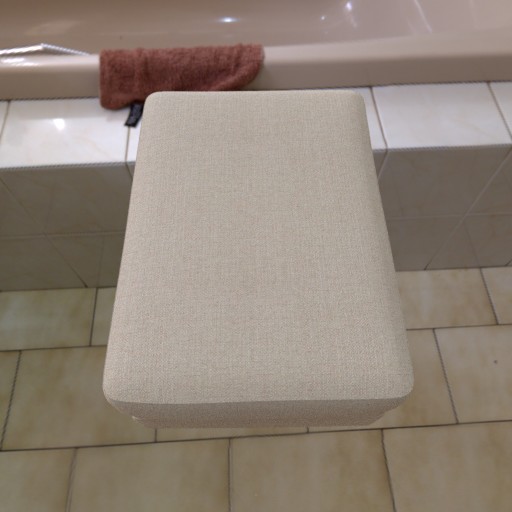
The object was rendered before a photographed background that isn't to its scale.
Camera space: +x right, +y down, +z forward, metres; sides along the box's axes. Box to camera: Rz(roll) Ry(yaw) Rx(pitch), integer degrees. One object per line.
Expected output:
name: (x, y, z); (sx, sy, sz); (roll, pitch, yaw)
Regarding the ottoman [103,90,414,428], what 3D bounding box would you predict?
ottoman: (0.000, 0.000, 1.227); (0.637, 0.478, 0.885); (-1, 62, 0)
